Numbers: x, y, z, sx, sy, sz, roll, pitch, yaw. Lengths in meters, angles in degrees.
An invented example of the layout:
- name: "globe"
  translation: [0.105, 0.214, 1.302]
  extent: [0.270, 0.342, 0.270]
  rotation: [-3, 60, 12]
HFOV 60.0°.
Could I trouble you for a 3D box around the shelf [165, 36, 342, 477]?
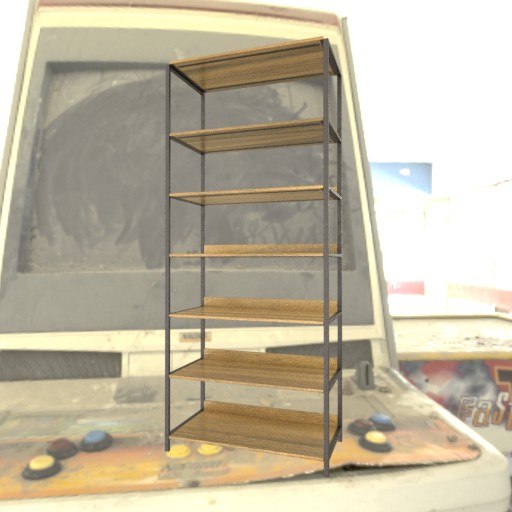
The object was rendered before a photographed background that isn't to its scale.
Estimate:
- name: "shelf"
  translation: [0.000, 0.000, 2.359]
  extent: [0.847, 2.015, 0.431]
  rotation: [0, -1, 19]
